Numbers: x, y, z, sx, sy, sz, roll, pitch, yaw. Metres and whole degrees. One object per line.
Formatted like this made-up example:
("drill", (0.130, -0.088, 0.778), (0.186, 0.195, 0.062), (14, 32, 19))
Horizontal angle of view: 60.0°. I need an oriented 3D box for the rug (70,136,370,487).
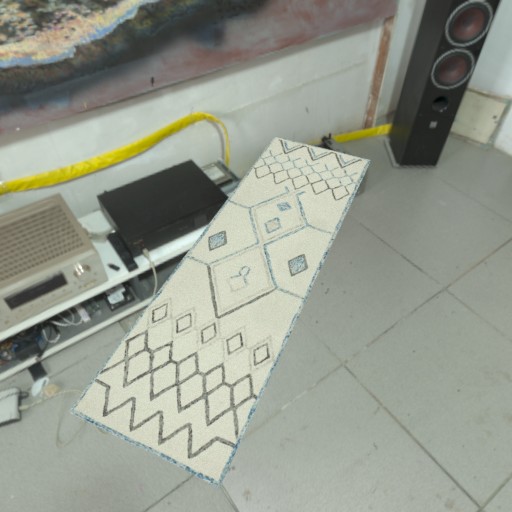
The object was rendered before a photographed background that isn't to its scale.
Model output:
("rug", (0.000, 0.000, 2.649), (0.770, 0.013, 2.434), (18, 51, 16))
